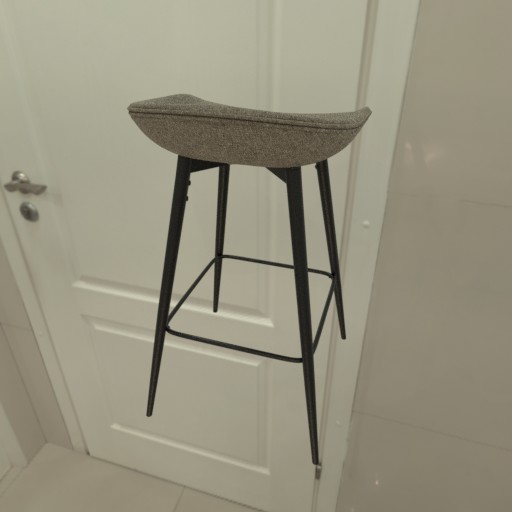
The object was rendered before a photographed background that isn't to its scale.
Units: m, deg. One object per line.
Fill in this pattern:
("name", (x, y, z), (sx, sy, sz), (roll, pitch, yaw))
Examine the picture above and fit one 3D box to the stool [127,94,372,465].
("stool", (0.000, 0.000, 1.108), (0.469, 0.814, 0.480), (10, 33, 15))
